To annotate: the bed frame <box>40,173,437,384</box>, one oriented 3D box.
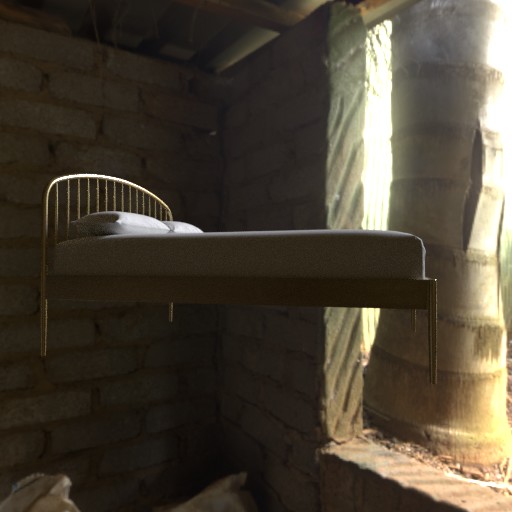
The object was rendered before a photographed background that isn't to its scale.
[{"bbox_3d":[0.000,0.000,3.045,2.152,1.175,1.612,0,-1,17],"label":"bed frame"}]
